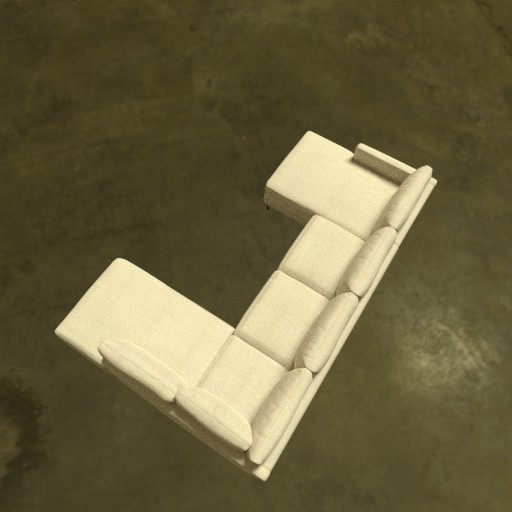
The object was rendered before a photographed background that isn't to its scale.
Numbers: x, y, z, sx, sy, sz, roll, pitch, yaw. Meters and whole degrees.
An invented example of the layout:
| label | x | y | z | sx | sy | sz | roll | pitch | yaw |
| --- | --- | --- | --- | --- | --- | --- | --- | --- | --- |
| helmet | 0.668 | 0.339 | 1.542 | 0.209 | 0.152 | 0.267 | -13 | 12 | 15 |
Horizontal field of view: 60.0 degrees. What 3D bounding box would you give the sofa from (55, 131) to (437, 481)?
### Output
| label | x | y | z | sx | sy | sz | roll | pitch | yaw |
| --- | --- | --- | --- | --- | --- | --- | --- | --- | --- |
| sofa | 0.000 | 0.000 | 3.589 | 1.879 | 0.756 | 2.737 | 30 | 68 | 14 |
